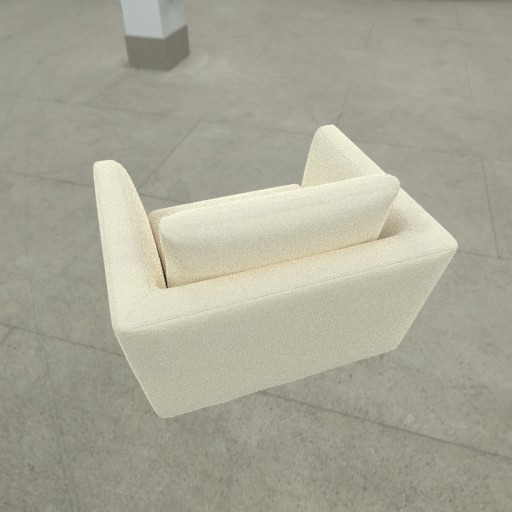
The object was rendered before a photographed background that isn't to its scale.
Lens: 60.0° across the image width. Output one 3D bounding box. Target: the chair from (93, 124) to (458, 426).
[{"bbox_3d":[0.000,0.000,1.681,1.041,0.865,0.889,-13,43,-14],"label":"chair"}]
